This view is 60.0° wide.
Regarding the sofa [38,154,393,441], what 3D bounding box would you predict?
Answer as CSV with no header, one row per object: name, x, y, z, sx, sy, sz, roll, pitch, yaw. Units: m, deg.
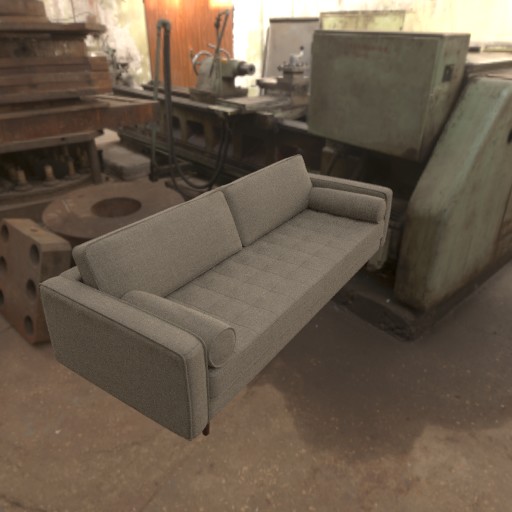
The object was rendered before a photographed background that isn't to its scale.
sofa,0.000,0.000,2.634,0.914,0.762,2.211,17,32,30
